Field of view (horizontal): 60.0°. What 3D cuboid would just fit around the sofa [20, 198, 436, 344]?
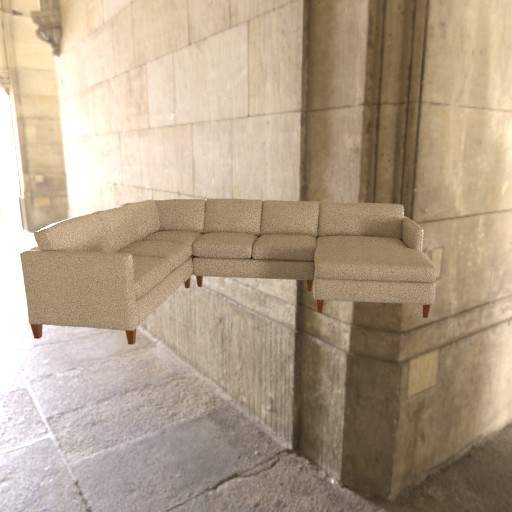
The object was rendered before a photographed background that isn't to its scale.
[{"bbox_3d":[0.000,0.000,4.545,3.460,0.961,2.594,2,13,8],"label":"sofa"}]
